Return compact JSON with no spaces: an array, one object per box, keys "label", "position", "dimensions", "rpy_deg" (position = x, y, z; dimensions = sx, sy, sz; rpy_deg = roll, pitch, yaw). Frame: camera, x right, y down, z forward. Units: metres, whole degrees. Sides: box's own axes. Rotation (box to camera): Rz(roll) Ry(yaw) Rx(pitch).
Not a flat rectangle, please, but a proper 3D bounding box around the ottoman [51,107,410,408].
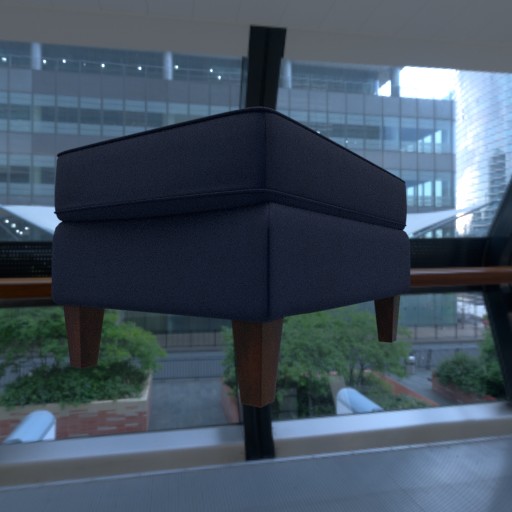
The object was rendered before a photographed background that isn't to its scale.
[{"label":"ottoman","position":[0.000,0.000,1.354],"dimensions":[0.686,0.584,0.965],"rpy_deg":[-1,-1,34]}]
